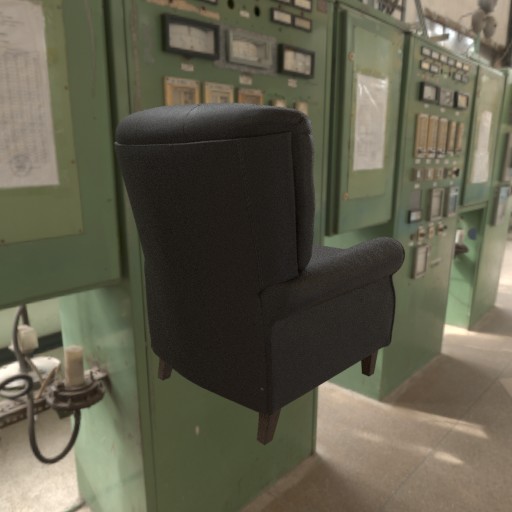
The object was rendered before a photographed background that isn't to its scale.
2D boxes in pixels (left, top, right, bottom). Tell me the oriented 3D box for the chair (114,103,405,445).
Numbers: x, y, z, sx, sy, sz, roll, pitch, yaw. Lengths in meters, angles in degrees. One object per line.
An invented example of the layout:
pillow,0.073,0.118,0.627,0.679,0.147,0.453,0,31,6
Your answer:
chair,0.000,0.000,1.877,1.058,1.158,0.948,-13,18,-43
